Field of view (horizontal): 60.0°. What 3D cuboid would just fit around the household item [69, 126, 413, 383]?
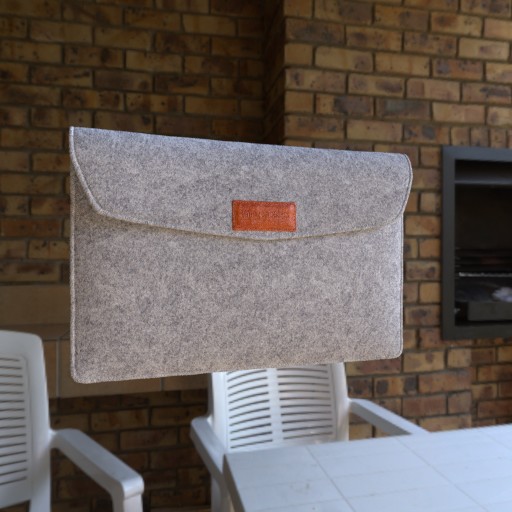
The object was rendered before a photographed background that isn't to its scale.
[{"bbox_3d":[0.000,0.000,0.431,0.335,0.221,0.057,0,0,-18],"label":"household item"}]
